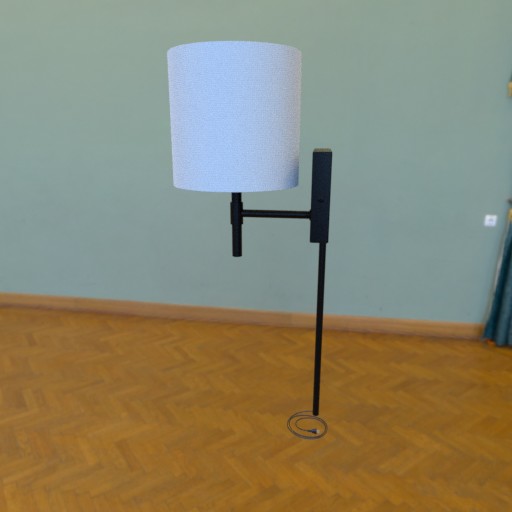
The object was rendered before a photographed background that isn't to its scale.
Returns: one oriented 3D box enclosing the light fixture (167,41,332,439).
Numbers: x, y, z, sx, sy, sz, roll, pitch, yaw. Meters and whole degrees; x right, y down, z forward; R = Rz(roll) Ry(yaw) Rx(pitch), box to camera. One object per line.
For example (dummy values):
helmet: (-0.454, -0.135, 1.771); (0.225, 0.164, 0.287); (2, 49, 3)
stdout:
light fixture: (0.000, 0.000, 0.701); (0.248, 0.589, 0.188); (2, 16, 8)
